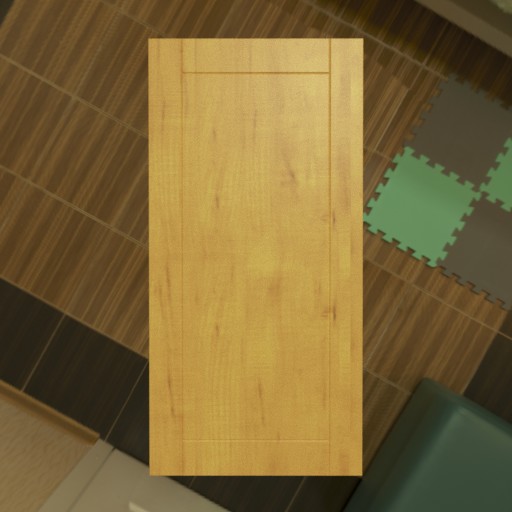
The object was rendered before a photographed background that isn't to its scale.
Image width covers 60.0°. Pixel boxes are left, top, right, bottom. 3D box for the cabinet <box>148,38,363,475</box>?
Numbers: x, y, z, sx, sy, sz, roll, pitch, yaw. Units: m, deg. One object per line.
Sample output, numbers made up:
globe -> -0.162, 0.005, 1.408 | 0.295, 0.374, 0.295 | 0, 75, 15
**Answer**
cabinet -> 0.000, 0.000, 1.351 | 0.450, 0.840, 0.920 | 0, 91, 0
